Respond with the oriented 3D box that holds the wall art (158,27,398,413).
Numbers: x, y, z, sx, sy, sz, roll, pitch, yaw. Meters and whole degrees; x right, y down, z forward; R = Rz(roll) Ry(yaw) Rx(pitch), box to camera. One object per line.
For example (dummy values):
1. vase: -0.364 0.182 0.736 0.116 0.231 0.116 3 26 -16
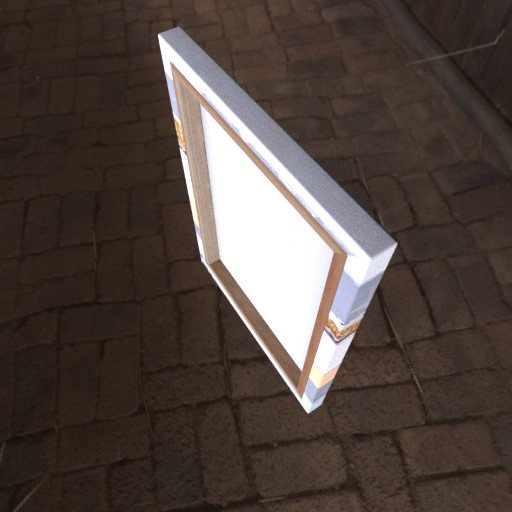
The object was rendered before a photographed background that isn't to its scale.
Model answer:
1. wall art: 0.000 0.000 0.789 0.038 0.609 0.456 -29 62 -17
